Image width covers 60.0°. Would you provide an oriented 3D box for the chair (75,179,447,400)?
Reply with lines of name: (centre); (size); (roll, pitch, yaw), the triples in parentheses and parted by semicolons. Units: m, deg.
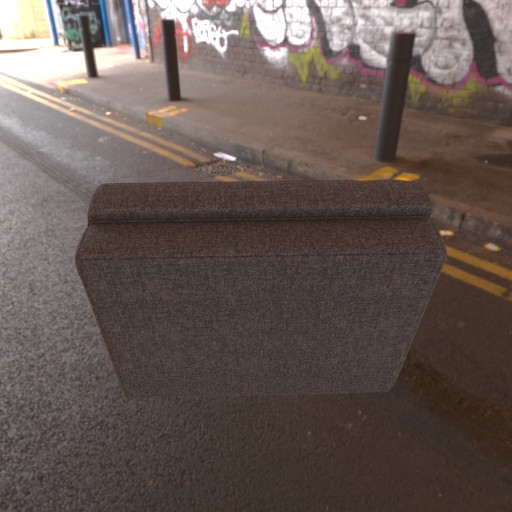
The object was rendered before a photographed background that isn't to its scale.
chair: (0.000, 0.000, 1.295); (0.740, 0.615, 0.800); (-1, 30, -2)
